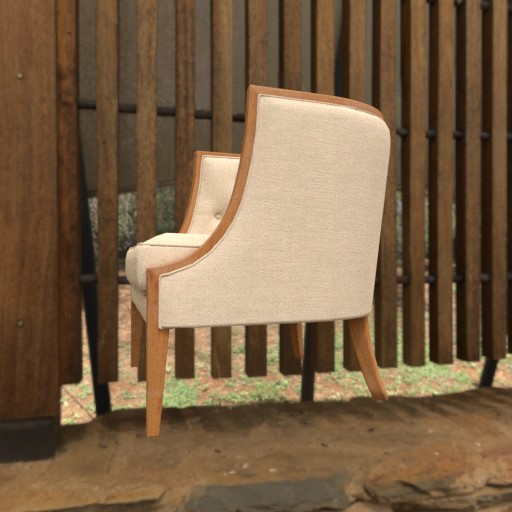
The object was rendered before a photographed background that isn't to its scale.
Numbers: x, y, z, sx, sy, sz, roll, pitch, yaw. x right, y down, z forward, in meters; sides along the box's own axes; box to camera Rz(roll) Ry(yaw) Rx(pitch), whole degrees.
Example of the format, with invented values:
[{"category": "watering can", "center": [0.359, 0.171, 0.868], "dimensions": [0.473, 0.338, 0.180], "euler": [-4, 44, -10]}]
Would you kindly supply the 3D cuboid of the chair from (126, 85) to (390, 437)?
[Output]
[{"category": "chair", "center": [0.000, 0.000, 1.371], "dimensions": [0.757, 0.775, 0.711], "euler": [0, -1, -19]}]
